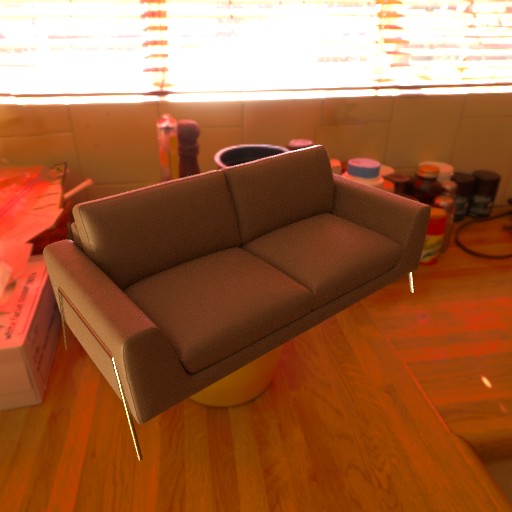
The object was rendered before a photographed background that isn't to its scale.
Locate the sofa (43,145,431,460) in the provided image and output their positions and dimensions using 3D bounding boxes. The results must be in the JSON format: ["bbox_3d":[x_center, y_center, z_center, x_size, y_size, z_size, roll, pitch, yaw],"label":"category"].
[{"bbox_3d":[0.000,0.000,2.525,2.017,0.875,0.953,-22,36,-33],"label":"sofa"}]
